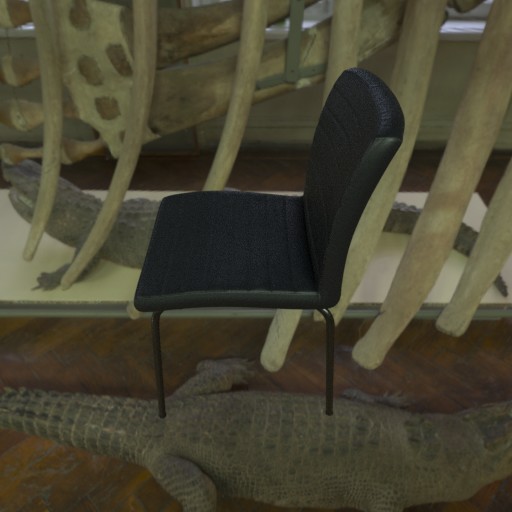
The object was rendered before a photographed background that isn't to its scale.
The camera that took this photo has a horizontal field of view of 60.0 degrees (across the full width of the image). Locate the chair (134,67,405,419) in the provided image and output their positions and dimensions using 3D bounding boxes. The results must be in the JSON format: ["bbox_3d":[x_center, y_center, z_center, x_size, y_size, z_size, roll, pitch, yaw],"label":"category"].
[{"bbox_3d":[0.000,0.000,1.182,0.572,0.872,0.450,0,41,0],"label":"chair"}]
